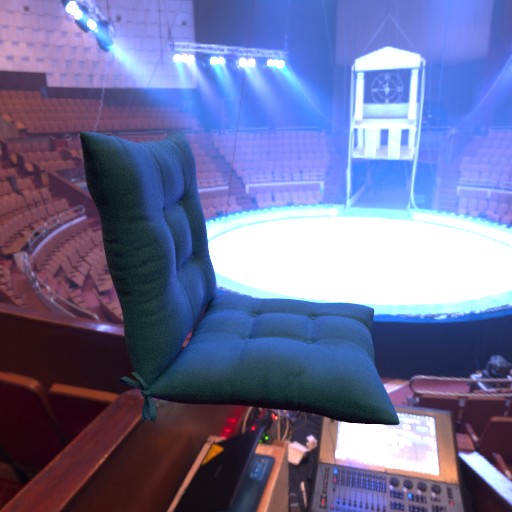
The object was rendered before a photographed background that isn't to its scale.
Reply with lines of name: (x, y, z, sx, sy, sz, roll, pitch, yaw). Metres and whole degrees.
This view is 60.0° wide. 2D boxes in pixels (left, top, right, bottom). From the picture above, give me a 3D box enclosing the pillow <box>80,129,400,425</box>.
pillow: (0.000, 0.000, 0.976, 0.585, 0.536, 0.541, 3, 16, 9)
